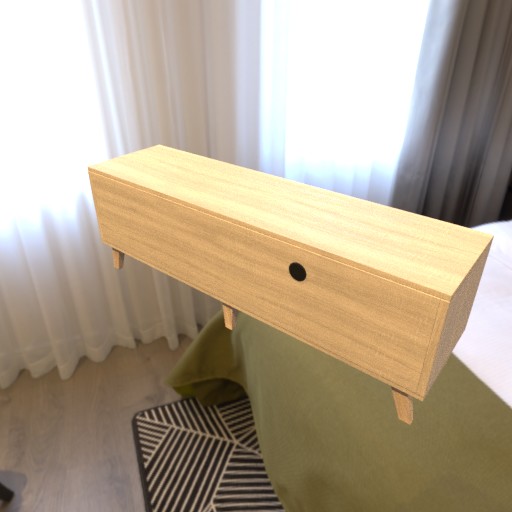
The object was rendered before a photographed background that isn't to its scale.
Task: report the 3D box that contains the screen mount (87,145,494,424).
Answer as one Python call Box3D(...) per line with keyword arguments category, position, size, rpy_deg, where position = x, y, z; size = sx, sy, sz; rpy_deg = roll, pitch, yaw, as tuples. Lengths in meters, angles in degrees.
Box3D(category="screen mount", position=(0.000, 0.000, 1.720), size=(1.500, 0.509, 0.401), rpy_deg=(22, 37, 32))
